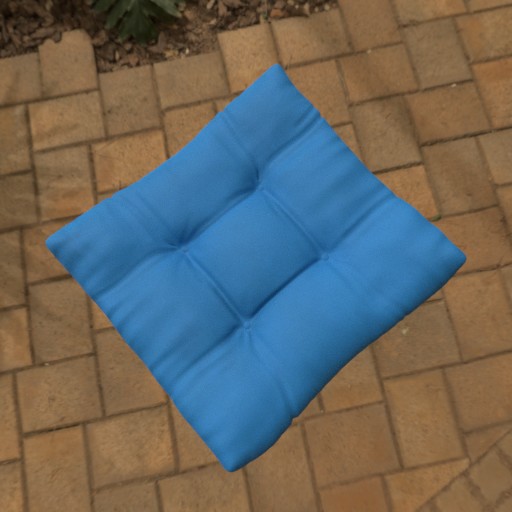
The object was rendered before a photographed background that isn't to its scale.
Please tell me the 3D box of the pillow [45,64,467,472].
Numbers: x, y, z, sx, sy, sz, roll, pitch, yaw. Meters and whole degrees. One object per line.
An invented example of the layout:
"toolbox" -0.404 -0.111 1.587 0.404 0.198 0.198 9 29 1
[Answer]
"pillow" 0.000 0.000 0.722 0.490 0.128 0.468 -40 80 -8
